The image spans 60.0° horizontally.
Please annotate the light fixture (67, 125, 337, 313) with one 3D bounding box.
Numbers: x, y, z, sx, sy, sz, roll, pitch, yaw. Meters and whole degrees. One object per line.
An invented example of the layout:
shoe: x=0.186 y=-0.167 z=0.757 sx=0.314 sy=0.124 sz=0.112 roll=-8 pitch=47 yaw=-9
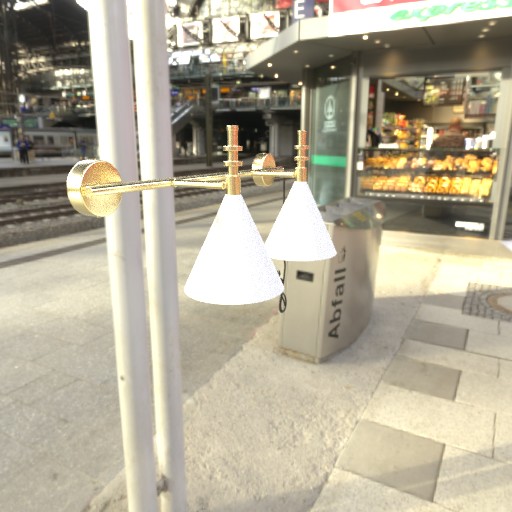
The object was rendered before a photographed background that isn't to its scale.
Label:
light fixture: x=0.000 y=0.000 z=0.851 sx=0.239 sy=0.468 sz=0.642 roll=7 pitch=16 yaw=26
